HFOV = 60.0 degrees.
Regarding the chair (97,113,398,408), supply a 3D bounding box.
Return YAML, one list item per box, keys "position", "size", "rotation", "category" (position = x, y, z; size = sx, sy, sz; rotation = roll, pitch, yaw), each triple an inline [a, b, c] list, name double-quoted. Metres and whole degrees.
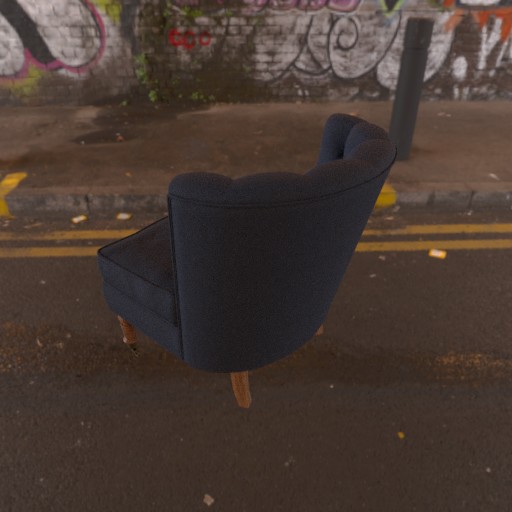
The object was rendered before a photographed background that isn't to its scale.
- position: [0.000, 0.000, 1.369]
  size: [0.718, 0.771, 0.740]
  rotation: [22, 38, 32]
  category: "chair"
